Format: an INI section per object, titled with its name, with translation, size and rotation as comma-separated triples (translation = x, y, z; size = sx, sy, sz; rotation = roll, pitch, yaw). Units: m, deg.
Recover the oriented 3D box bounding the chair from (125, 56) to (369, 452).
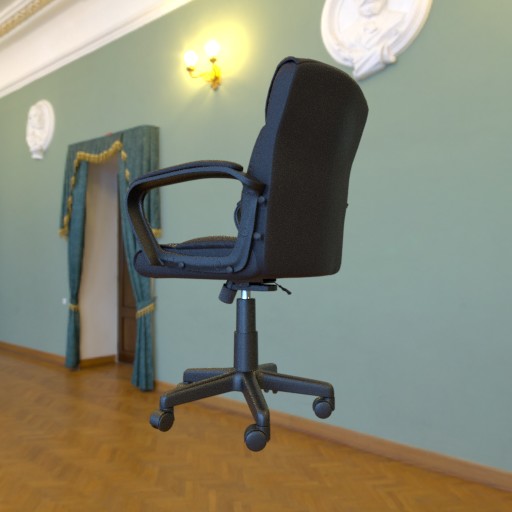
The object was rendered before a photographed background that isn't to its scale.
[chair]
translation = 0.000, 0.000, 1.380
size = 0.641, 0.998, 0.576
rotation = 0, 0, 36
